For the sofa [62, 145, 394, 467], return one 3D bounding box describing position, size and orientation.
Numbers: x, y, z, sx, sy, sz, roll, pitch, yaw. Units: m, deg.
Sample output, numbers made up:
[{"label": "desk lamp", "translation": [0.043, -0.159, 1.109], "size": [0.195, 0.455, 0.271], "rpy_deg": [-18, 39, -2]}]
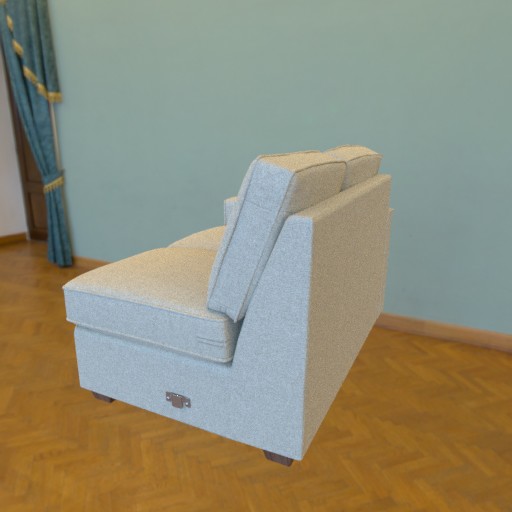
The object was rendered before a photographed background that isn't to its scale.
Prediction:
[{"label": "sofa", "translation": [0.000, 0.000, 2.033], "size": [0.991, 0.989, 1.388], "rpy_deg": [8, 18, 25]}]
